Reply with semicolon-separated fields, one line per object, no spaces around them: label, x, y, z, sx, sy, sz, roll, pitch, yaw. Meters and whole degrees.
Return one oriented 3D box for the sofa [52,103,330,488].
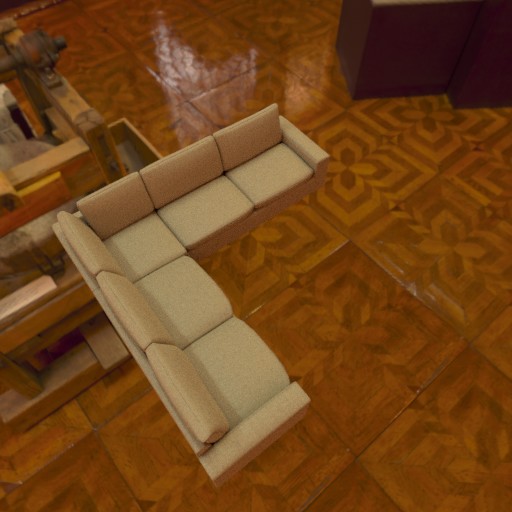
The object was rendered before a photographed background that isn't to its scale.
sofa;0.000;0.000;4.088;2.742;0.800;2.622;-33;62;-20
